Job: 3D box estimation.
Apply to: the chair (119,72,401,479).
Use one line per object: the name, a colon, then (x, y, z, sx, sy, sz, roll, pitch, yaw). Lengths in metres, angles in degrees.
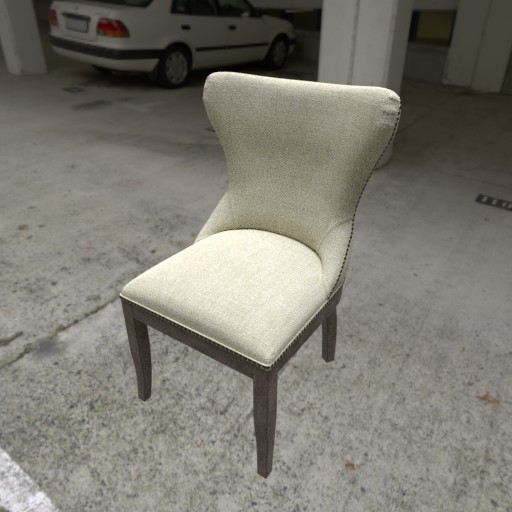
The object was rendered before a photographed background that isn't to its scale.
chair: (0.000, 0.000, 1.405, 0.654, 1.002, 0.681, 19, 35, 29)
